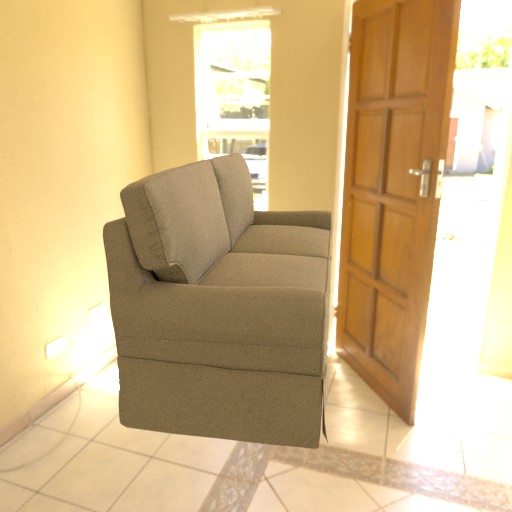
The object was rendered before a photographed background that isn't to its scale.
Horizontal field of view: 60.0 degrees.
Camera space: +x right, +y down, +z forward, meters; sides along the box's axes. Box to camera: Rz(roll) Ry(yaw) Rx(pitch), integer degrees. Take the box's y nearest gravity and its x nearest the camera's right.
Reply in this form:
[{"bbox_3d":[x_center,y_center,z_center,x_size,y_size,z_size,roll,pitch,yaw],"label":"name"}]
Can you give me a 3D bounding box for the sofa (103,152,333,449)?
[{"bbox_3d":[0.000,0.000,2.385,0.841,1.024,1.823,3,16,10],"label":"sofa"}]
